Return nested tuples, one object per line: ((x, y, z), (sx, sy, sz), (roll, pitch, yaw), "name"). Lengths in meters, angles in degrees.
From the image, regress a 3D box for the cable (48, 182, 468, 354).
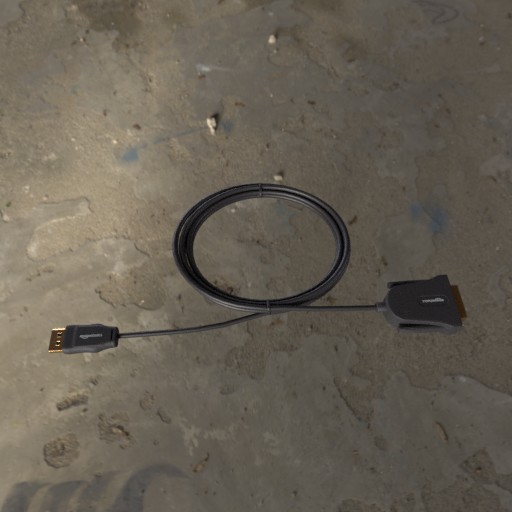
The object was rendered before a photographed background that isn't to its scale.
((0.000, 0.000, 0.331), (0.281, 0.015, 0.136), (-3, 59, -2), "cable")
